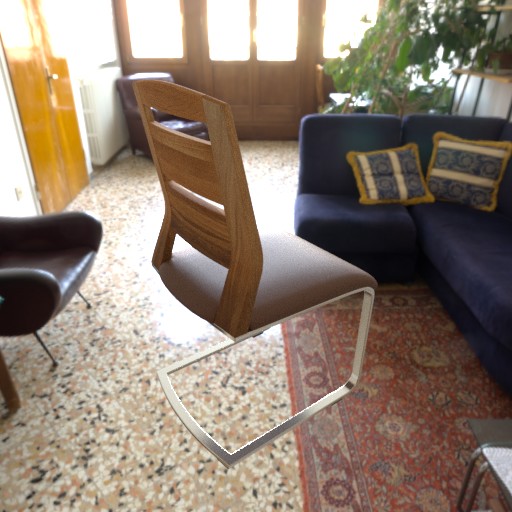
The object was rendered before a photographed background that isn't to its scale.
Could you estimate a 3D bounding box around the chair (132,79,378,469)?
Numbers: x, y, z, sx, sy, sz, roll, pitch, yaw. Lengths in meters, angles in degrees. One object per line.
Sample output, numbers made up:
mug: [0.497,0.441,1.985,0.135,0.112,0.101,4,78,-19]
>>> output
chair: [0.000,0.000,1.273,0.570,0.970,0.460,-19,33,-32]
